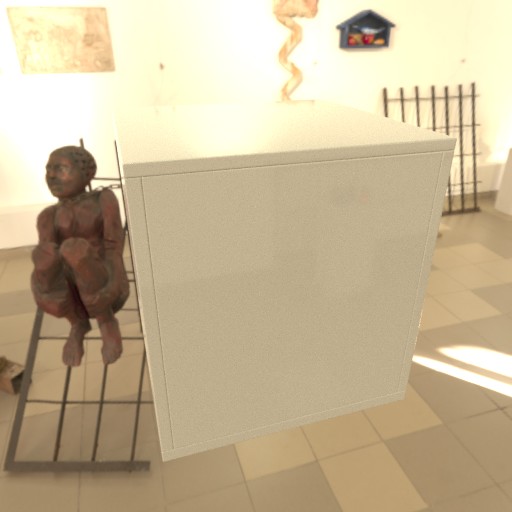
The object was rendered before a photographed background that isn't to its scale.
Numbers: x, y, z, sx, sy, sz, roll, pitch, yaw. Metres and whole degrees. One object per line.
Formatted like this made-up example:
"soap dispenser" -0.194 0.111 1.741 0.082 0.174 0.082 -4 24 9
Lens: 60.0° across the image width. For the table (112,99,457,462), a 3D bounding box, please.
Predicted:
"table" 0.000 0.000 0.793 0.420 0.470 0.400 -8 28 -16
